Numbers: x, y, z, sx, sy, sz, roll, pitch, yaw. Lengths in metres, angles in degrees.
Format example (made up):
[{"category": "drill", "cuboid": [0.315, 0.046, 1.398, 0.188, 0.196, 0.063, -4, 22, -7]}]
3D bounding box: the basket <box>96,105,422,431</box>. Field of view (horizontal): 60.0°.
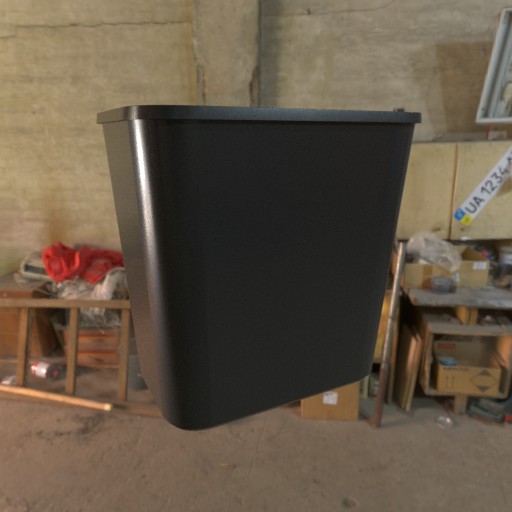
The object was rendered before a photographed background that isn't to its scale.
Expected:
[{"category": "basket", "cuboid": [0.000, 0.000, 0.502, 0.300, 0.307, 0.211, -8, 17, -27]}]
